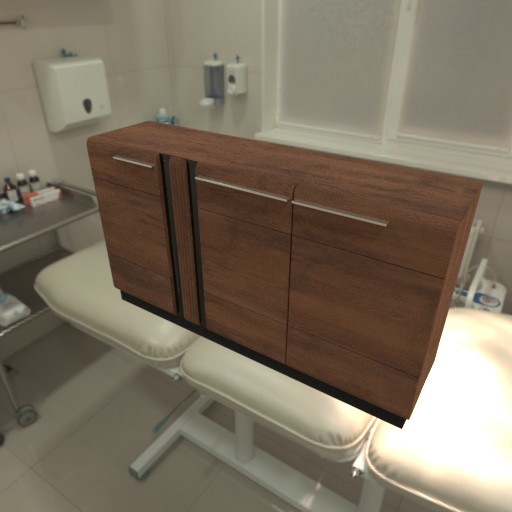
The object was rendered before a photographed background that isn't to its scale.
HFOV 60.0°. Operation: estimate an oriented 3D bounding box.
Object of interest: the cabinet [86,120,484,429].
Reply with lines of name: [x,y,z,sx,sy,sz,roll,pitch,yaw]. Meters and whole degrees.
cabinet: [0.000,0.000,1.980,1.600,0.900,0.420,18,35,28]
